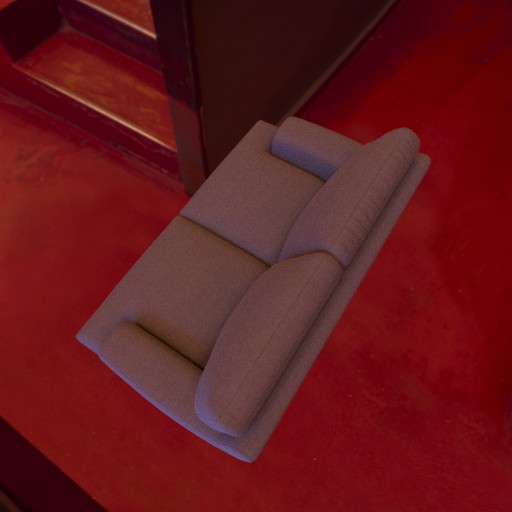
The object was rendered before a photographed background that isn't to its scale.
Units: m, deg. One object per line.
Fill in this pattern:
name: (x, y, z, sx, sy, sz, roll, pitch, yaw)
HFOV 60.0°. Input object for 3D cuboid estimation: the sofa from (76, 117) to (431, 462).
sofa: (0.000, 0.000, 2.474, 1.140, 0.950, 1.869, 30, 67, 14)
